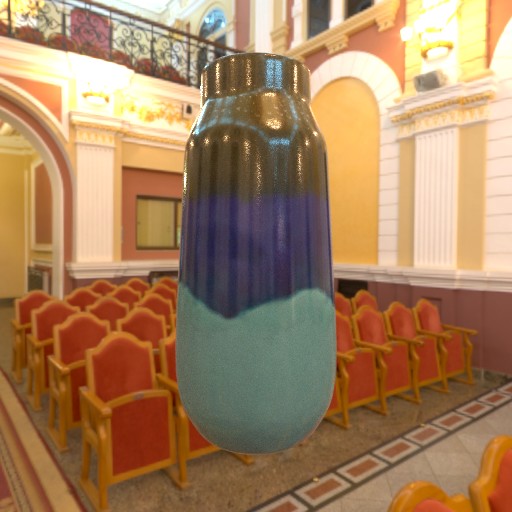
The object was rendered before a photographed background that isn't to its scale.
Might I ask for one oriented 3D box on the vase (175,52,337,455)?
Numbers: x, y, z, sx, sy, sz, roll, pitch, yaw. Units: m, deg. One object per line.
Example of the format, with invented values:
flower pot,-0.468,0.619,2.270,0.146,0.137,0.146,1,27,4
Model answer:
vase,0.000,0.000,0.385,0.139,0.313,0.139,0,2,0
